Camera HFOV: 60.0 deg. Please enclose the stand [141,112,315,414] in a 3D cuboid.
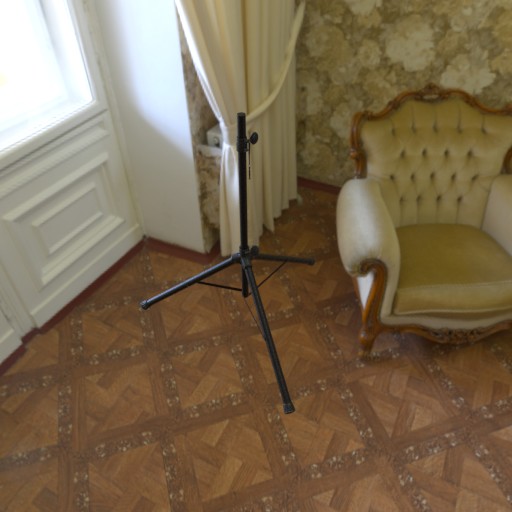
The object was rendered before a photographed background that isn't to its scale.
[{"bbox_3d":[0.000,0.000,1.896,1.045,1.136,0.907,-13,43,-14],"label":"stand"}]
